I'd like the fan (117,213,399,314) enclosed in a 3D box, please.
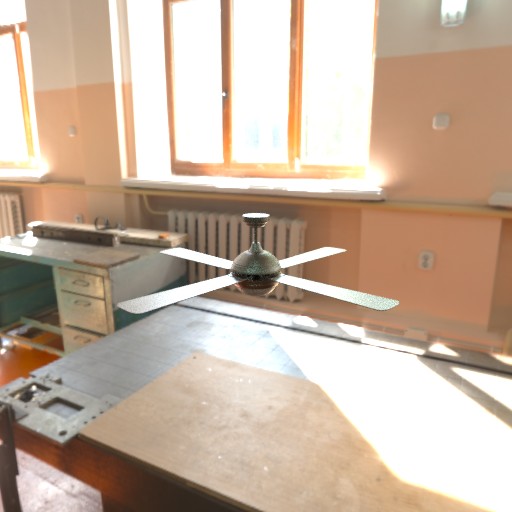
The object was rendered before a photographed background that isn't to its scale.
[{"bbox_3d":[0.000,0.000,2.060,1.321,0.381,1.321,-7,15,-25],"label":"fan"}]
